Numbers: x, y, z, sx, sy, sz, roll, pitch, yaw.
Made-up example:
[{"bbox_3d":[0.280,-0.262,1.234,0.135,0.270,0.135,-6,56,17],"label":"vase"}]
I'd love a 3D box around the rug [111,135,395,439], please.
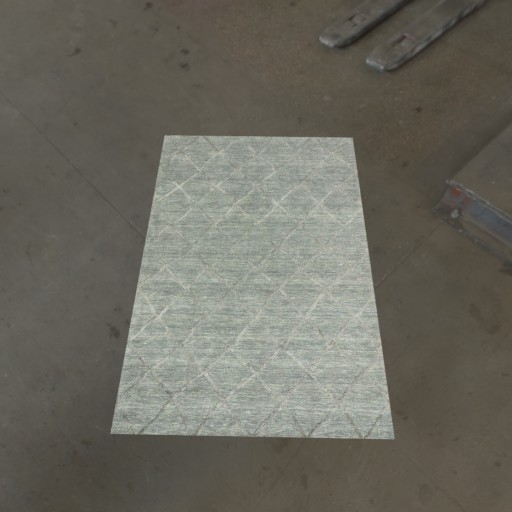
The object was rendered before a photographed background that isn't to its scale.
[{"bbox_3d":[0.000,0.000,2.983,1.521,0.006,2.283,1,58,1],"label":"rug"}]
